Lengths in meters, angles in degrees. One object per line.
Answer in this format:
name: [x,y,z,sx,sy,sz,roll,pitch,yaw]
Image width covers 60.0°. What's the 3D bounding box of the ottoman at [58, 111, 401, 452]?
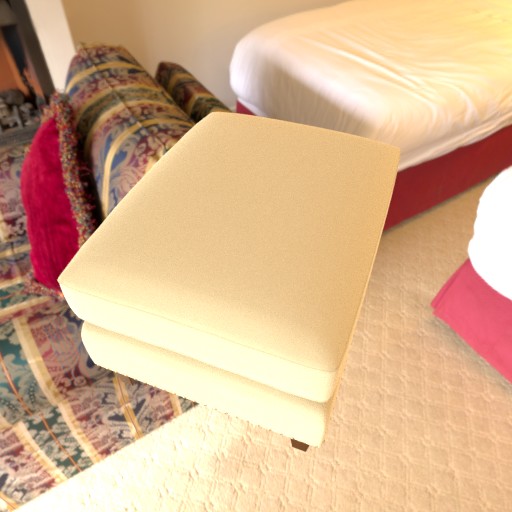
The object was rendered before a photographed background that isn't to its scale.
ottoman: [0.000,0.000,1.157,0.584,0.513,0.741,15,48,14]
